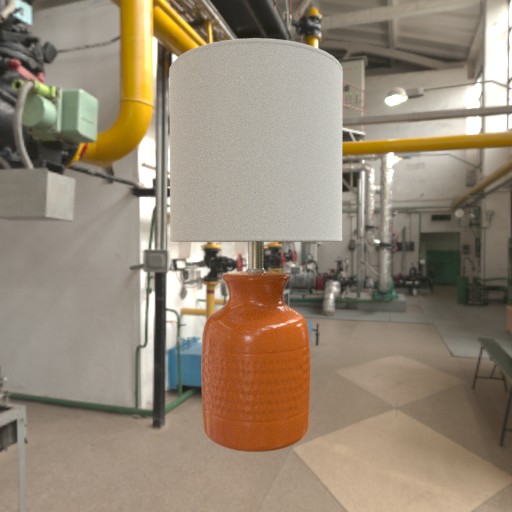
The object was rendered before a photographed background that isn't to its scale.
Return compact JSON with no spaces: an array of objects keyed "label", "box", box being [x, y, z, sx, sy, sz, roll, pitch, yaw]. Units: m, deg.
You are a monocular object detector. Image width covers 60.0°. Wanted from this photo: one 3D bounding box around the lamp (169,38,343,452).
[{"label":"lamp","box":[0.000,0.000,1.095,0.418,0.871,0.418,1,2,19]}]
